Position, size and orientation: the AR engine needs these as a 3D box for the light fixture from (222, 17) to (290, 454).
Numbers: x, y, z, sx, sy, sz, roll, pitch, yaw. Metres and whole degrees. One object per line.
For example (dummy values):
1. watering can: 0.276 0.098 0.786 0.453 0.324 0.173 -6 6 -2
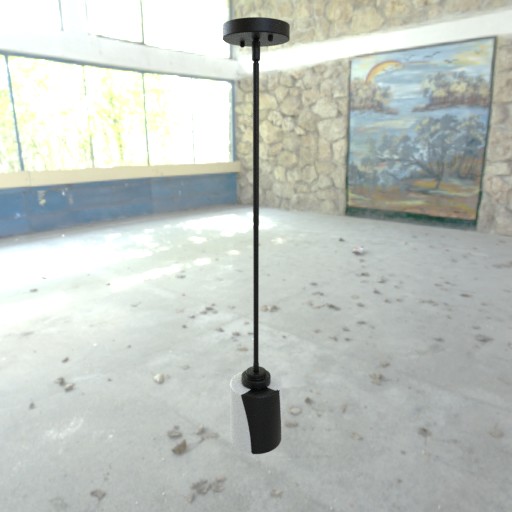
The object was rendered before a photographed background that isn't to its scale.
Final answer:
1. light fixture: 0.000 0.000 0.915 0.123 0.863 0.123 14 20 42
